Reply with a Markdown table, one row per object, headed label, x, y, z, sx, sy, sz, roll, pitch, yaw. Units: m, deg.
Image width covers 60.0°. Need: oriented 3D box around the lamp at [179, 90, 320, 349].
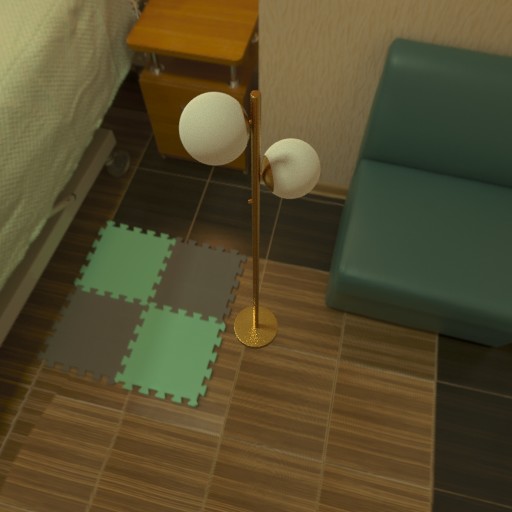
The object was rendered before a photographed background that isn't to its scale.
| label | x | y | z | sx | sy | sz | roll | pitch | yaw |
| --- | --- | --- | --- | --- | --- | --- | --- | --- | --- |
| lamp | 0.000 | 0.000 | 1.833 | 0.419 | 1.641 | 0.249 | -14 | 61 | -8 |
